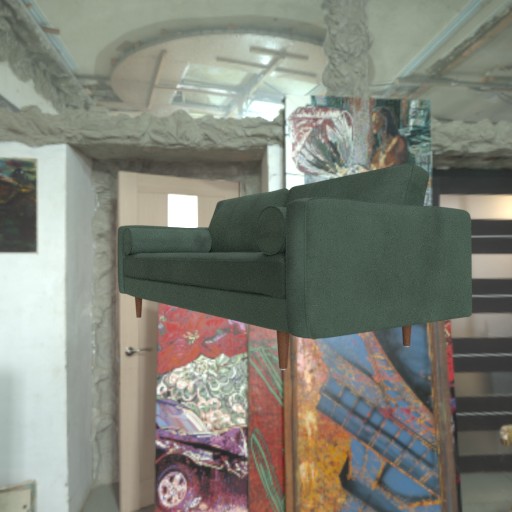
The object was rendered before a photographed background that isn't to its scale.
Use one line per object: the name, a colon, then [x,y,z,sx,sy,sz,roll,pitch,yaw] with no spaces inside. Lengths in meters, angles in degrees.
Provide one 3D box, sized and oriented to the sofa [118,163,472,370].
sofa: [0.000,0.000,2.338,0.916,0.772,1.880,0,0,-34]
